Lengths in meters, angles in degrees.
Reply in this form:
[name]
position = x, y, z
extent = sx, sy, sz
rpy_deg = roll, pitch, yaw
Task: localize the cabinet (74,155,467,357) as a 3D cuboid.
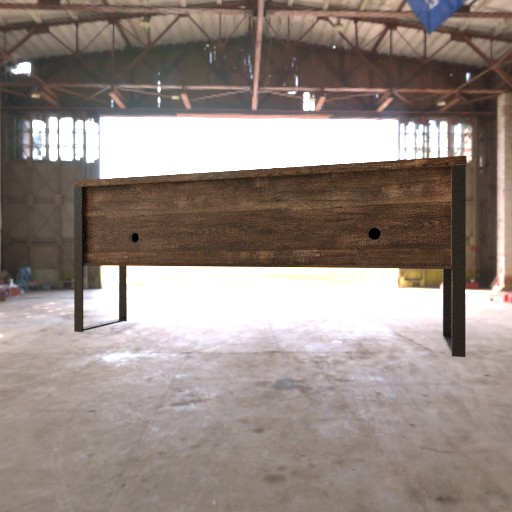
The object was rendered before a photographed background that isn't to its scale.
[cabinet]
position = 0.000, 0.000, 2.139
extent = 1.800, 0.762, 0.395
rpy_deg = 0, 0, 18
